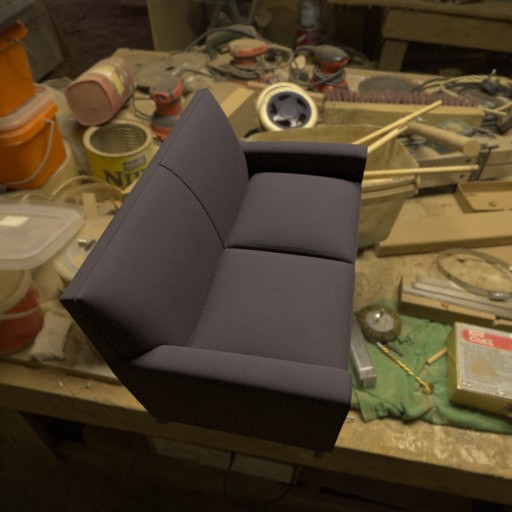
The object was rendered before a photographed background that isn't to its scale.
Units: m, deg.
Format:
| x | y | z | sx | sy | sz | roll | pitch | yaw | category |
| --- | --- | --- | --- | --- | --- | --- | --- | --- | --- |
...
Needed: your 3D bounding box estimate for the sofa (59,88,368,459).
| x | y | z | sx | sy | sz | roll | pitch | yaw | category |
| --- | --- | --- | --- | --- | --- | --- | --- | --- | --- |
| 0.000 | 0.000 | 1.949 | 0.871 | 0.846 | 1.420 | 9 | 46 | 8 | sofa |
